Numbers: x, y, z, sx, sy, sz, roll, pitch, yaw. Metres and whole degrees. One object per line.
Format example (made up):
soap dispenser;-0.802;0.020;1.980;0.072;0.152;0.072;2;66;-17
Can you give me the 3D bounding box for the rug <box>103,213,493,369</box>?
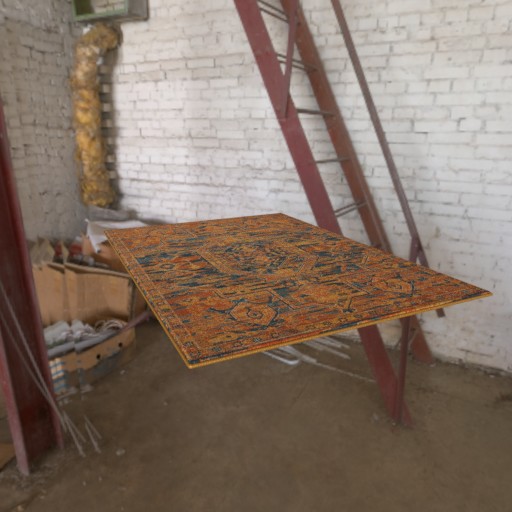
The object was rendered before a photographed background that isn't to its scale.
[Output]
rug;0.000;0.000;2.843;1.588;0.024;2.204;-8;19;-25
